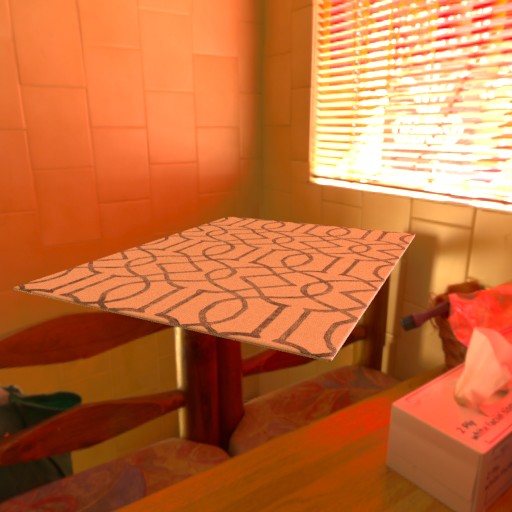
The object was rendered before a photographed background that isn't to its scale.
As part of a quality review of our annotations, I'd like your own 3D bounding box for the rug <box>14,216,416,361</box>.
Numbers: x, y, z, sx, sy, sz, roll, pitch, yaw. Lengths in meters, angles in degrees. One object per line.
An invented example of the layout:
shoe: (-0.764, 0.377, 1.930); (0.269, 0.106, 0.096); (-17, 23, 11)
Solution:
rug: (0.000, 0.000, 3.758); (2.211, 0.021, 2.910); (8, 17, 25)
